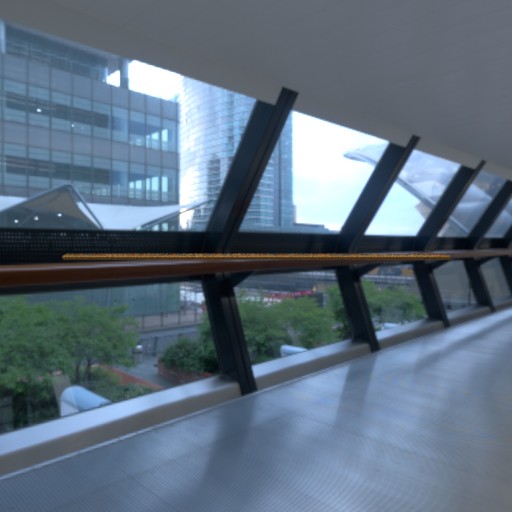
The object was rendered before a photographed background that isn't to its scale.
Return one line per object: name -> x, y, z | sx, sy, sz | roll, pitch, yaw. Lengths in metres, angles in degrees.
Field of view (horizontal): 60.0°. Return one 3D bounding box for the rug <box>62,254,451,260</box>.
rug -> 0.000, 0.000, 2.904 | 1.588, 0.024, 2.204 | 0, 0, 0
